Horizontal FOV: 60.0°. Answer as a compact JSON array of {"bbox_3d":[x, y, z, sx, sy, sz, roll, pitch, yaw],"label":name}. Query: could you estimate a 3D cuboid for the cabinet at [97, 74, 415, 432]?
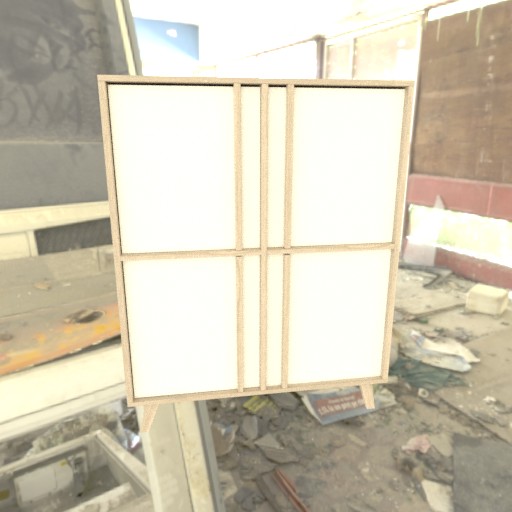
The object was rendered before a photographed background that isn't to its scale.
[{"bbox_3d":[0.000,0.000,1.905,1.111,1.388,0.398,-3,16,-9],"label":"cabinet"}]
